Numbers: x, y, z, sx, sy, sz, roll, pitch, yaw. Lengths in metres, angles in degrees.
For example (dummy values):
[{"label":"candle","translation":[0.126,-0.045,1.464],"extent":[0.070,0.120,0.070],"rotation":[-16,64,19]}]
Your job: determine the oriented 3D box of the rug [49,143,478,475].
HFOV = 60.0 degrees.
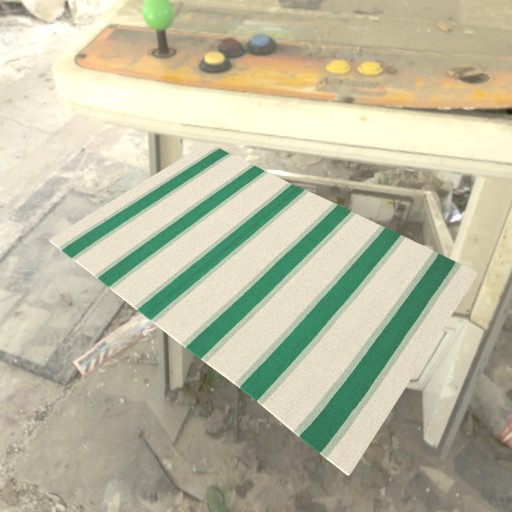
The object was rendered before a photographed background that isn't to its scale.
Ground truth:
[{"label":"rug","translation":[0.000,0.000,2.252],"extent":[1.829,0.012,1.210],"rotation":[31,54,26]}]
